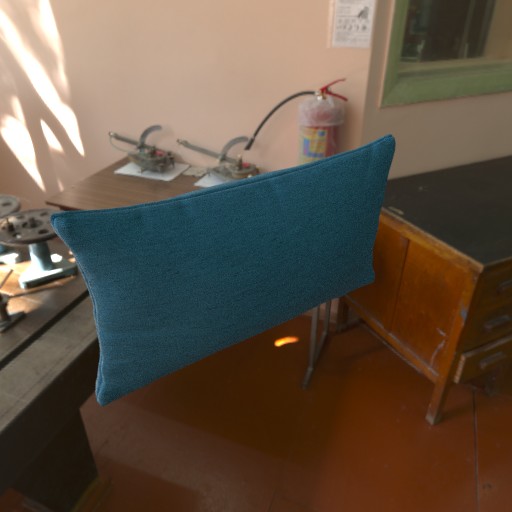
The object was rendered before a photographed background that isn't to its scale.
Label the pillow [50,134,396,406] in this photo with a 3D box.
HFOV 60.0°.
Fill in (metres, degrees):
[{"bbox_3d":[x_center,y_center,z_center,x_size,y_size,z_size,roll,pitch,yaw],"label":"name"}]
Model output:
[{"bbox_3d":[0.000,0.000,0.789,0.633,0.338,0.210,-20,36,-29],"label":"pillow"}]
